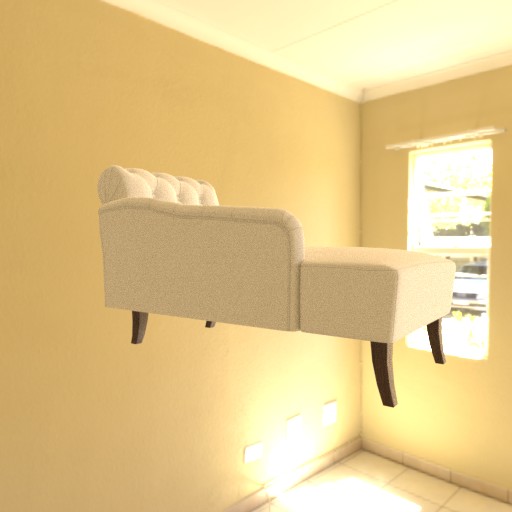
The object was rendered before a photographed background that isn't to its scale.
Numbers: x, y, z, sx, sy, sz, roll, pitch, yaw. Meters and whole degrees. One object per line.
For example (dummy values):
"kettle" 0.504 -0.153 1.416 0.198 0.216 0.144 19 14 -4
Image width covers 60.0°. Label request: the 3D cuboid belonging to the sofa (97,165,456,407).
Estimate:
"sofa" 0.000 0.000 1.795 1.379 0.787 0.675 1 2 36
